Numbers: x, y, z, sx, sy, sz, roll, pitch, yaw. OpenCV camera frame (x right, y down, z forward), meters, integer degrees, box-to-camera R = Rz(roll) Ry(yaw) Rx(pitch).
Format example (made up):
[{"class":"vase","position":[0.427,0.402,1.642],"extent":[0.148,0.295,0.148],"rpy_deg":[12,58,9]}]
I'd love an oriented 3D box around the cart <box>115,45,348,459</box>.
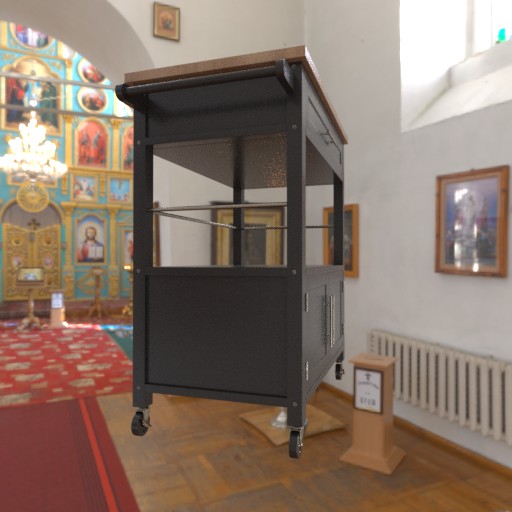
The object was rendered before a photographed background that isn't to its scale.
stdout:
[{"class":"cart","position":[0.000,0.000,1.347],"extent":[0.459,0.901,0.840],"rpy_deg":[0,-1,19]}]
